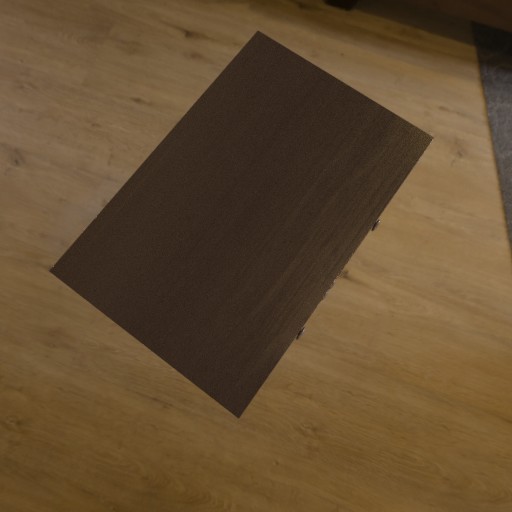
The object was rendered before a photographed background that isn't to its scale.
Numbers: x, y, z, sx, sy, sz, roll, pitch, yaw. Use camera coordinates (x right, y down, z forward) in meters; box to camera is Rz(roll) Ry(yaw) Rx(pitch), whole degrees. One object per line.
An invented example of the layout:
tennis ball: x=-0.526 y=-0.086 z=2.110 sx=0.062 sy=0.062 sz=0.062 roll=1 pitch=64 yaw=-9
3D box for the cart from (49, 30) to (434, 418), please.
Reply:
cart: x=0.000 y=0.000 z=1.280 sx=0.449 sy=0.878 sz=0.690 roll=35 pitch=78 yaw=9
